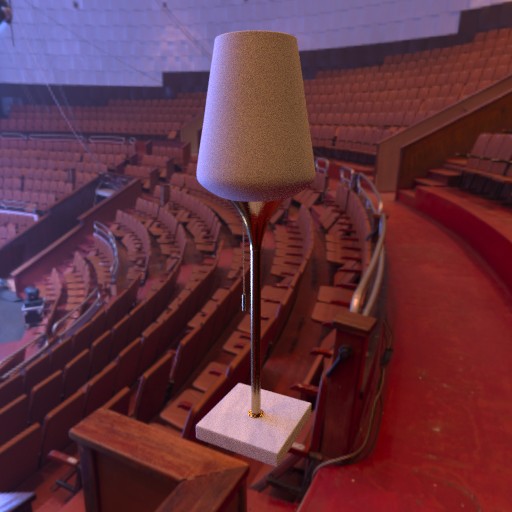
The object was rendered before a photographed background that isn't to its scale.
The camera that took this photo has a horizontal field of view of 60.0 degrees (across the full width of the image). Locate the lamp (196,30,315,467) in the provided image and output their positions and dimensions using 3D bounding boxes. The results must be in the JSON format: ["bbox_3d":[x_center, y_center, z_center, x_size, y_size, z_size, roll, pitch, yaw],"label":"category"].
[{"bbox_3d":[0.000,0.000,0.715,0.181,0.639,0.181,8,17,26],"label":"lamp"}]
